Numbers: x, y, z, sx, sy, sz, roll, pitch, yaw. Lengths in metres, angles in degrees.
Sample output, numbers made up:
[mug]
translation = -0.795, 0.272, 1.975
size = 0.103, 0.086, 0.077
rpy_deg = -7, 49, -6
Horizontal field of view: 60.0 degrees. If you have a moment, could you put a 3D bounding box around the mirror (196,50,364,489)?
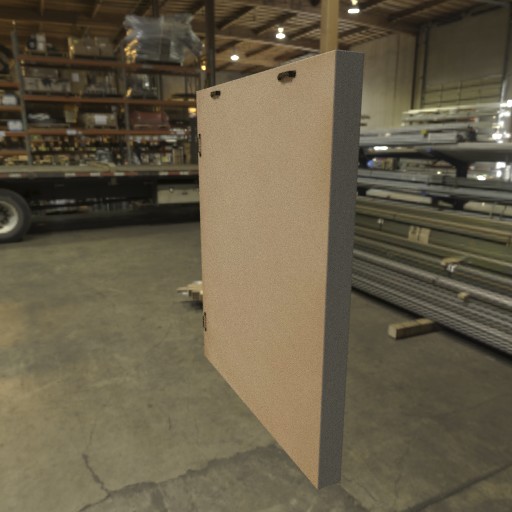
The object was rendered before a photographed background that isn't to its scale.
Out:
[mirror]
translation = 0.000, 0.000, 0.673
size = 0.041, 0.508, 0.405
rpy_deg = -7, 16, -26
